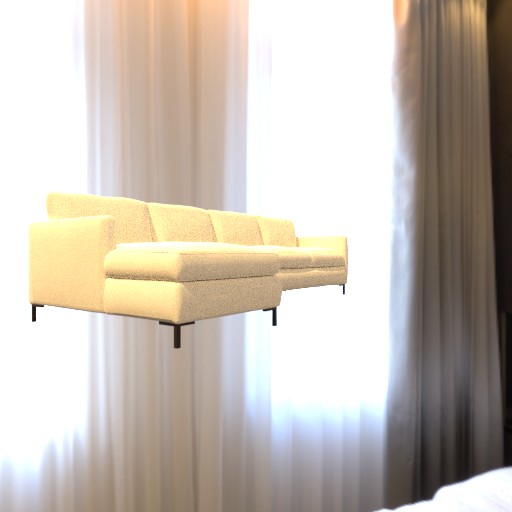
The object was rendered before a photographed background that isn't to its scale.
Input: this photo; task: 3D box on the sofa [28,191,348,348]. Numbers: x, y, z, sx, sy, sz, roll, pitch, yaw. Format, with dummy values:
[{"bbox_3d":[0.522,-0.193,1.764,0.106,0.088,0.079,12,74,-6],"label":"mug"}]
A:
[{"bbox_3d":[0.000,0.000,3.747,1.467,0.875,3.186,0,0,36],"label":"sofa"}]
